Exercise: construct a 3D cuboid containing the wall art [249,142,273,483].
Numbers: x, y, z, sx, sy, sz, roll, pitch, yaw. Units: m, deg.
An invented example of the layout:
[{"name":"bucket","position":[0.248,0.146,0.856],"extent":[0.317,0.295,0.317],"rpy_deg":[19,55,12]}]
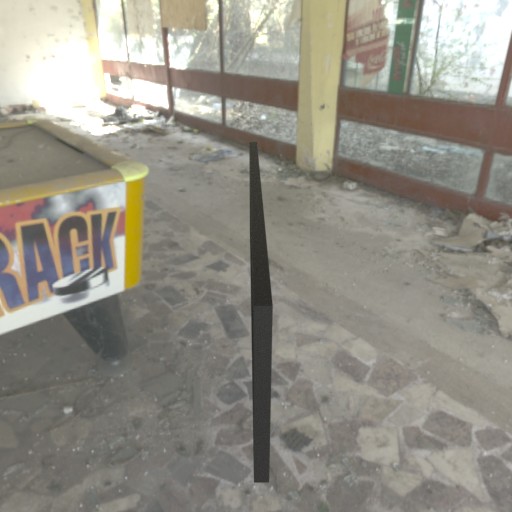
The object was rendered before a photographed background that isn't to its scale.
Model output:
[{"name":"wall art","position":[0.000,0.000,1.751],"extent":[0.041,0.554,1.572],"rpy_deg":[0,27,-1]}]
